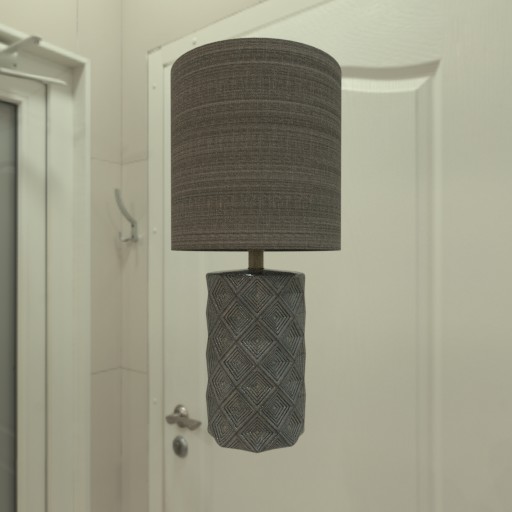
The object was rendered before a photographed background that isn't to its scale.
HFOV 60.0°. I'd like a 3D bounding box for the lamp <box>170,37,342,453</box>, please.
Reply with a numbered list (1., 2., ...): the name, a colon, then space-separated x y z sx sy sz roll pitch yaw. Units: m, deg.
1. lamp: 0.000 0.000 0.708 0.268 0.566 0.269 0 0 38
